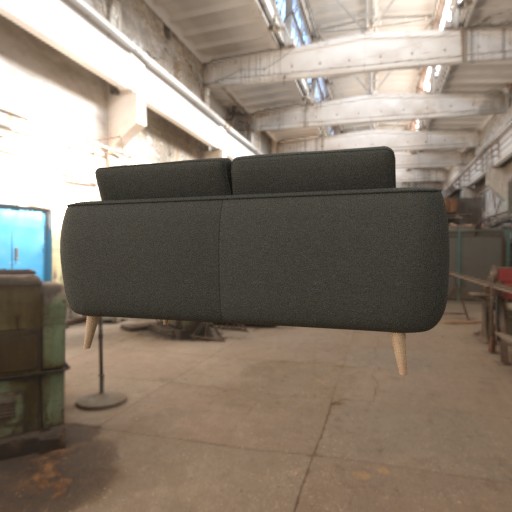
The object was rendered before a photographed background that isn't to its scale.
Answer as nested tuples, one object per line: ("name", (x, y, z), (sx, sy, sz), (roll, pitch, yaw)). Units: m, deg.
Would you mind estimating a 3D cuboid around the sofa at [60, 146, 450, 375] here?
("sofa", (0.000, 0.000, 2.179), (1.700, 0.850, 0.920), (0, 0, 18))
